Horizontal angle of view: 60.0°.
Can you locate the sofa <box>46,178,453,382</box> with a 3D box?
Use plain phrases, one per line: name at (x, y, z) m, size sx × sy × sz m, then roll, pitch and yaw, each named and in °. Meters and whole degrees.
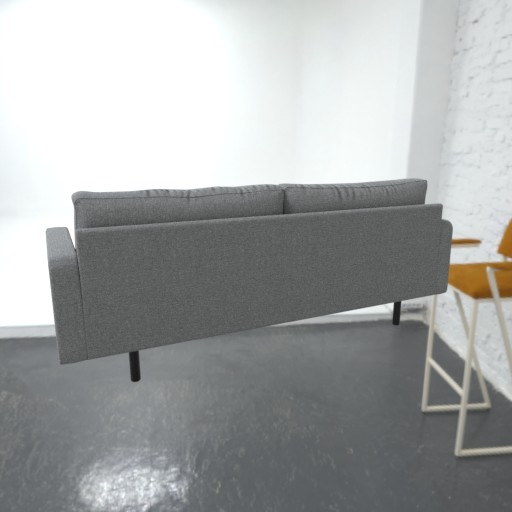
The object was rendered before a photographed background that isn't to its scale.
sofa at (0.000, 0.000, 2.598) m, size 2.200 × 0.880 × 0.880 m, roll -6°, pitch 15°, yaw -25°
